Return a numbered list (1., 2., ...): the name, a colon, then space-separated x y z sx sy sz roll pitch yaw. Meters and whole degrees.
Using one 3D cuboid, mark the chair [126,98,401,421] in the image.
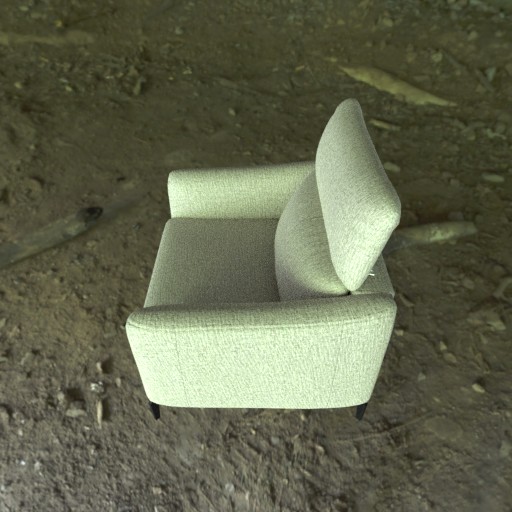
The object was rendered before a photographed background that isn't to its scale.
1. chair: 0.000 0.000 1.711 0.835 0.967 0.972 0 41 0
